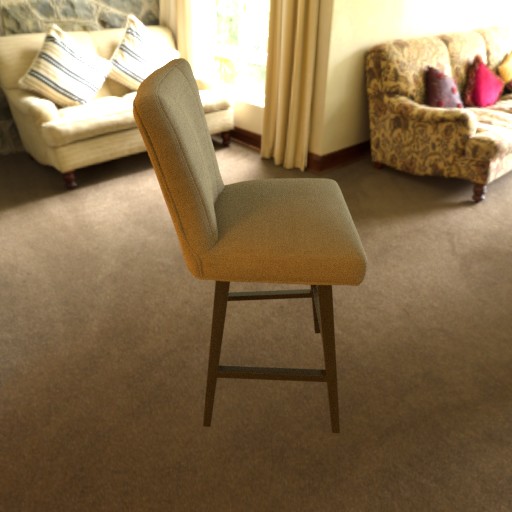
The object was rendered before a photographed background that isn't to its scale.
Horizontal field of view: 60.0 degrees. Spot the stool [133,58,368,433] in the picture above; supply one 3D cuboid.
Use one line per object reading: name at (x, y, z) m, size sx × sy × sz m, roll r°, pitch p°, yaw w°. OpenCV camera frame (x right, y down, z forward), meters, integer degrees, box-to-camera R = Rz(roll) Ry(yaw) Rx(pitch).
stool at (0.000, 0.000, 1.400) m, size 0.574 × 1.086 × 0.514 m, roll 0°, pitch 33°, yaw 0°
